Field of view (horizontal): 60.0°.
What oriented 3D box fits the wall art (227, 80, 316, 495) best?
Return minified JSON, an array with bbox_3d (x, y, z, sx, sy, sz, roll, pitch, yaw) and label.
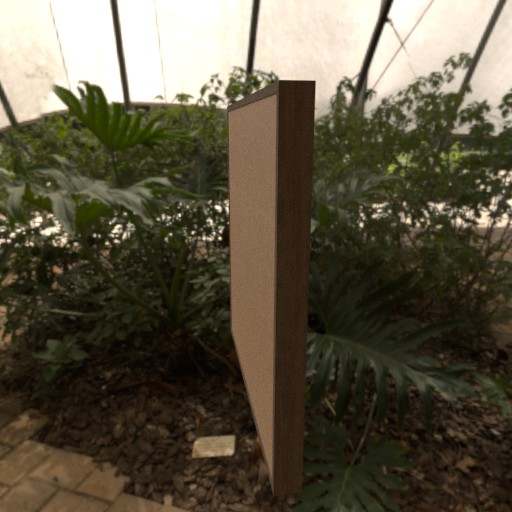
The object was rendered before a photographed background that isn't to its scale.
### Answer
[{"bbox_3d":[0.000,0.000,0.755,0.038,0.508,0.508,-3,16,-9],"label":"wall art"}]
